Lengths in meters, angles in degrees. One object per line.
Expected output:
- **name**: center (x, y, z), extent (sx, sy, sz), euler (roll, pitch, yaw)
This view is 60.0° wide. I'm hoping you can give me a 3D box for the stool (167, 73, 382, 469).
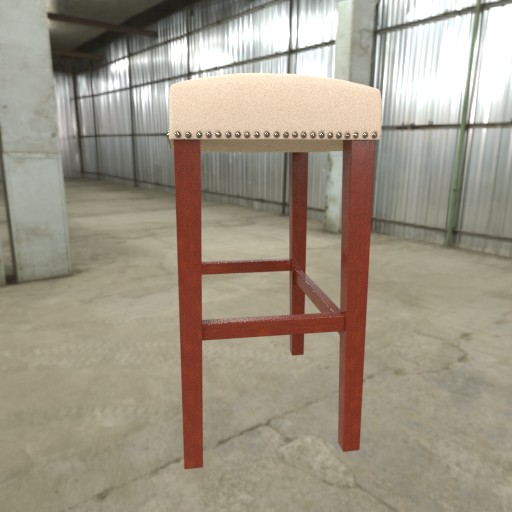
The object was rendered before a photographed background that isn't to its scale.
- **stool**: center (0.000, 0.000, 1.044), extent (0.372, 0.742, 0.504), euler (-2, 14, -9)
